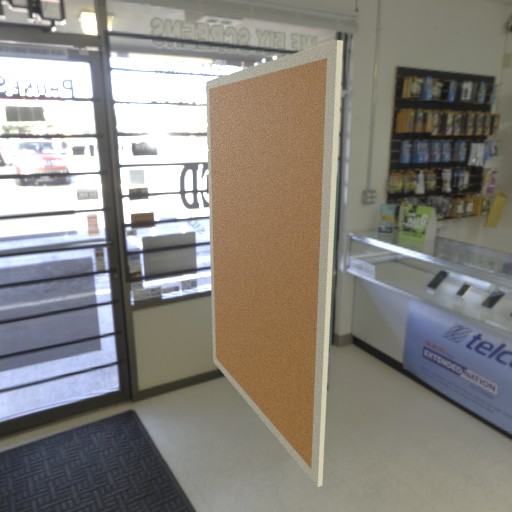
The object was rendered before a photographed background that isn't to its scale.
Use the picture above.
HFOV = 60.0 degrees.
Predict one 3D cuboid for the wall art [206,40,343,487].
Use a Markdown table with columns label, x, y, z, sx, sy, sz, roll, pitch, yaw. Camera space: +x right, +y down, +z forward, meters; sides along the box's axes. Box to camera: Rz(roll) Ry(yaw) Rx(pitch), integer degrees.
| label | x | y | z | sx | sy | sz | roll | pitch | yaw |
| --- | --- | --- | --- | --- | --- | --- | --- | --- | --- |
| wall art | 0.000 | 0.000 | 1.182 | 0.013 | 0.940 | 0.659 | -7 | 17 | -26 |
